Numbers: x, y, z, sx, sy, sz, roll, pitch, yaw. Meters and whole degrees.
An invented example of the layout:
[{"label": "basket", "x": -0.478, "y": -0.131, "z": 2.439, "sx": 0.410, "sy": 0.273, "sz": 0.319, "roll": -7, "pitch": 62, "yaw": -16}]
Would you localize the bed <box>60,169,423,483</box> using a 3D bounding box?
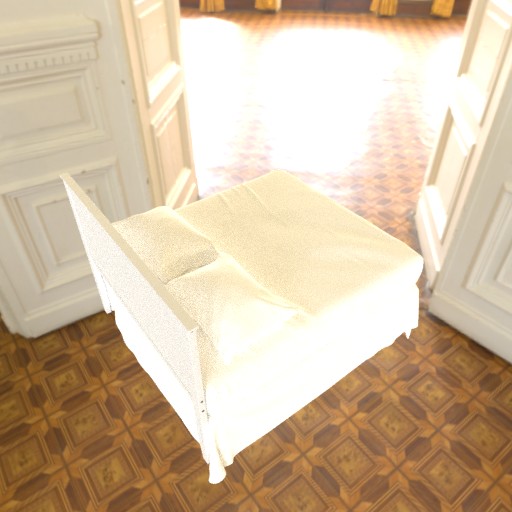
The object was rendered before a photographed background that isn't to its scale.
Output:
[{"label": "bed", "x": 0.000, "y": 0.000, "z": 3.238, "sx": 2.047, "sy": 1.269, "sz": 1.876, "roll": -26, "pitch": 47, "yaw": -27}]
